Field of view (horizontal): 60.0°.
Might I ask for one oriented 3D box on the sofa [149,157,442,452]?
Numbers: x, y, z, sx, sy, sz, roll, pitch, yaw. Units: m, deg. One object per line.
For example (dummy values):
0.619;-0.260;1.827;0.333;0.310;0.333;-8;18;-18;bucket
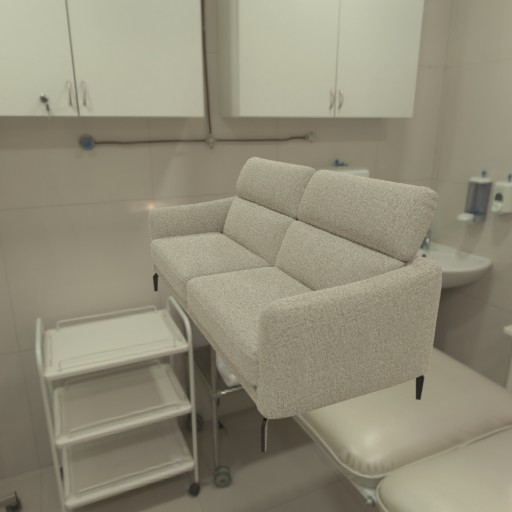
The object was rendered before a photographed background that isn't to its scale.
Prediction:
0.000;0.000;2.520;0.856;0.956;2.015;-8;19;-24;sofa
